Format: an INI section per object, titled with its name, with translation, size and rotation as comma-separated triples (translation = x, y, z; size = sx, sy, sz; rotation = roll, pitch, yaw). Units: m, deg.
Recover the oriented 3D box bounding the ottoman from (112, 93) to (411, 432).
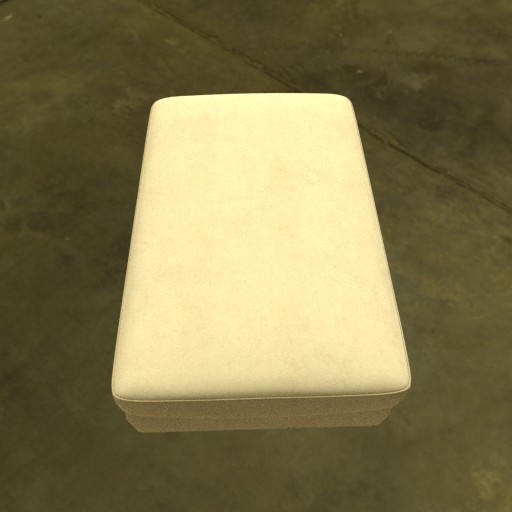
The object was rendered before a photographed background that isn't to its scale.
[ottoman]
translation = 0.000, 0.000, 1.184
size = 0.584, 0.483, 0.864
rotation = -1, 58, -1
